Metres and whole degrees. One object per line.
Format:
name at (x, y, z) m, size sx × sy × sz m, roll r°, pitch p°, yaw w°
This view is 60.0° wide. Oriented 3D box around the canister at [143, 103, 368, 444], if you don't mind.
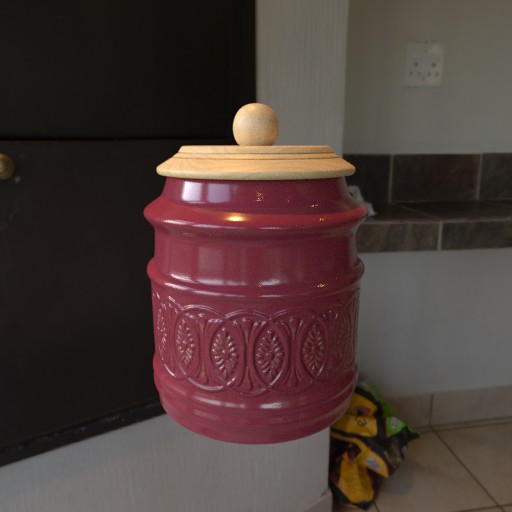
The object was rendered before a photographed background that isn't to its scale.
canister at (0.000, 0.000, 0.270) m, size 0.130 × 0.176 × 0.130 m, roll 0°, pitch 14°, yaw 0°
